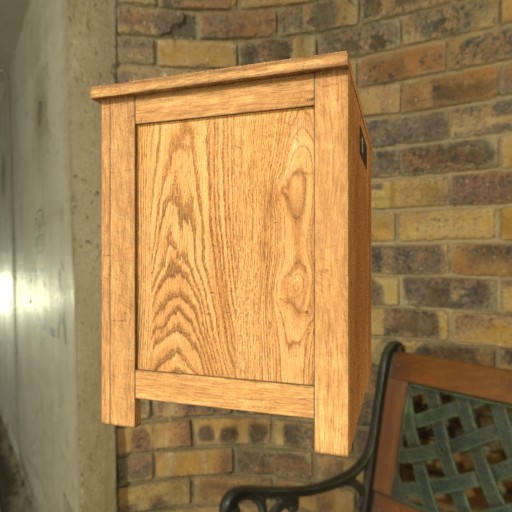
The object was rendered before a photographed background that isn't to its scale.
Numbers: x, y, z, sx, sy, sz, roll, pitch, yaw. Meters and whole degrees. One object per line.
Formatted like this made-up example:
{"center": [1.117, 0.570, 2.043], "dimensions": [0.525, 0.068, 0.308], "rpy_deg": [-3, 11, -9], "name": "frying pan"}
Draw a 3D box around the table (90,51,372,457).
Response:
{"center": [0.000, 0.000, 1.034], "dimensions": [0.494, 0.625, 0.601], "rpy_deg": [0, 0, 18], "name": "table"}
